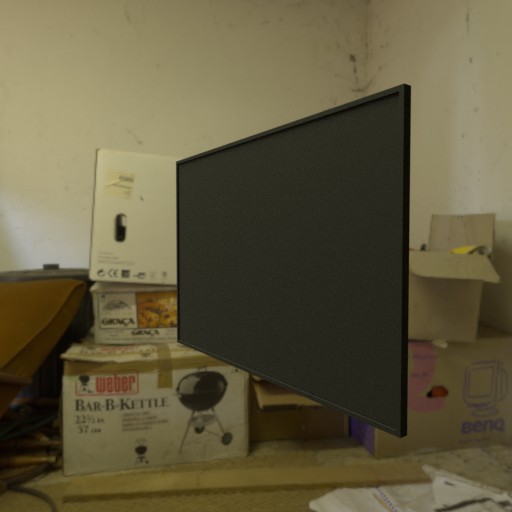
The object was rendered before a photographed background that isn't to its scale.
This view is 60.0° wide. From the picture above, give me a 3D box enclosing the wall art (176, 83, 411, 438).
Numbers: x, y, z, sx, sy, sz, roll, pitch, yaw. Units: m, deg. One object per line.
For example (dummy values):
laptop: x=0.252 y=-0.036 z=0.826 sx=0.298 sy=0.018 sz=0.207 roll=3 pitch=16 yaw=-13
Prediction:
wall art: x=0.000 y=0.000 z=1.497 sx=0.028 sy=0.805 sz=1.190 roll=-1 pitch=2 yaw=-35
